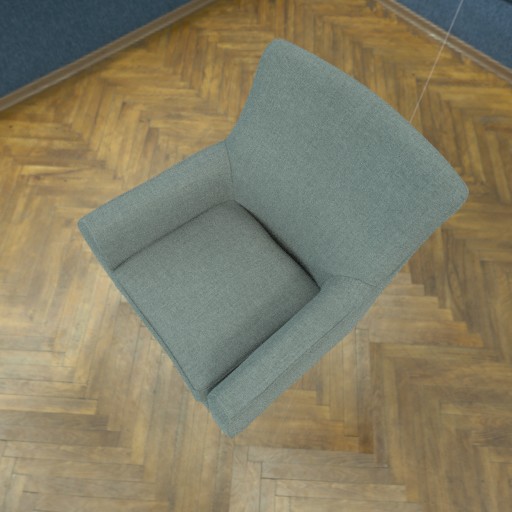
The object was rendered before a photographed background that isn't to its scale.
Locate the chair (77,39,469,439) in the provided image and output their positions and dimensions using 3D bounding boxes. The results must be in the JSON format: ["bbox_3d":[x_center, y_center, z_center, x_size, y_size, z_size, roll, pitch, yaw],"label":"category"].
[{"bbox_3d":[0.000,0.000,1.717,0.993,1.047,0.887,-36,68,-17],"label":"chair"}]
